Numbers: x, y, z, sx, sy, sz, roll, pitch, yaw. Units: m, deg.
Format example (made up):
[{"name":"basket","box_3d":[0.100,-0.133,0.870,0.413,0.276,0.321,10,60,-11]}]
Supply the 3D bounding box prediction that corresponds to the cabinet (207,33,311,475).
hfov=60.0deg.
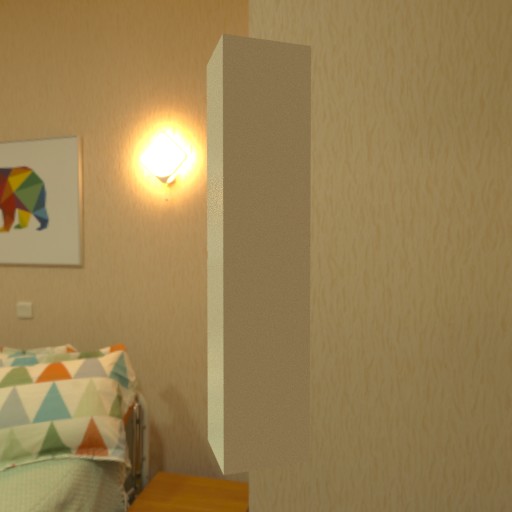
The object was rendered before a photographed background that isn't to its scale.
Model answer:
[{"name":"cabinet","box_3d":[0.000,0.000,1.577,0.300,1.400,0.269,-1,2,-17]}]
